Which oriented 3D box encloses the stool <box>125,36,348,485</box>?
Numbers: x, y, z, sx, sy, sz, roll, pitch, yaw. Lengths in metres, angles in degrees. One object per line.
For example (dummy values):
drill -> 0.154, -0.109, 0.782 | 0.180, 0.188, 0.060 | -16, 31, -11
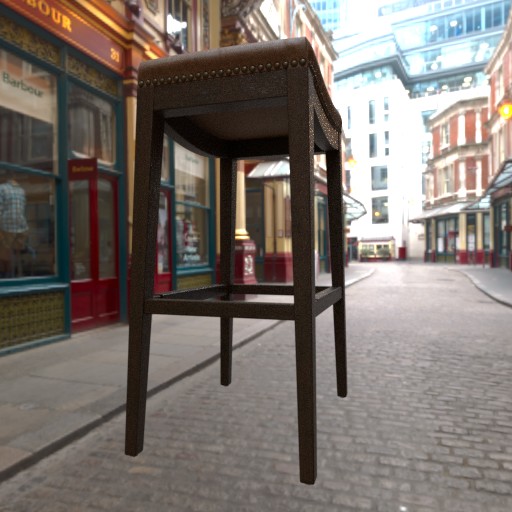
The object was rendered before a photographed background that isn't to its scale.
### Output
stool -> 0.000, 0.000, 1.017 | 0.361, 0.759, 0.500 | 0, 0, 18
